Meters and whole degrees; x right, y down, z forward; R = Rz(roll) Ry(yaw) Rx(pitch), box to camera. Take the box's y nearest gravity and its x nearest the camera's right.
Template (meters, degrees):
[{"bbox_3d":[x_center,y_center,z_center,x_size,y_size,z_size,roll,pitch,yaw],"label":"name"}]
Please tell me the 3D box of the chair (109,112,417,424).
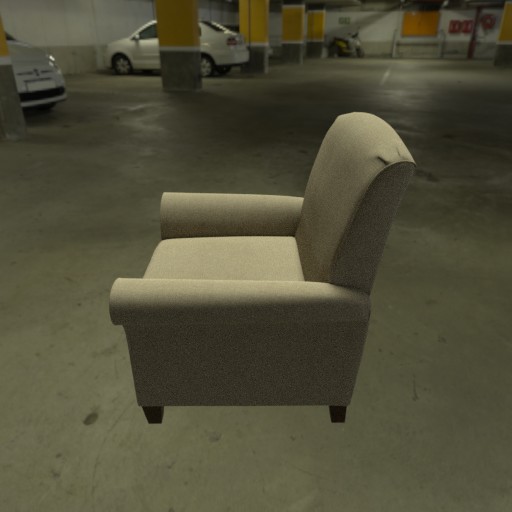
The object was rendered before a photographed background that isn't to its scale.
[{"bbox_3d":[0.000,0.000,1.755,0.905,1.061,0.978,0,27,-1],"label":"chair"}]
